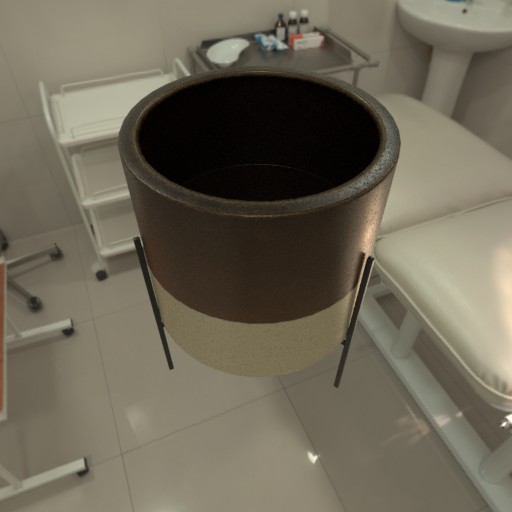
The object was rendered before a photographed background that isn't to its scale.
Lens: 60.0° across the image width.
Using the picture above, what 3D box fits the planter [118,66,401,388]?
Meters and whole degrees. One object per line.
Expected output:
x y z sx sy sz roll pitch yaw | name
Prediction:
0.000 0.000 0.710 0.354 0.465 0.345 -17 49 -16 | planter
